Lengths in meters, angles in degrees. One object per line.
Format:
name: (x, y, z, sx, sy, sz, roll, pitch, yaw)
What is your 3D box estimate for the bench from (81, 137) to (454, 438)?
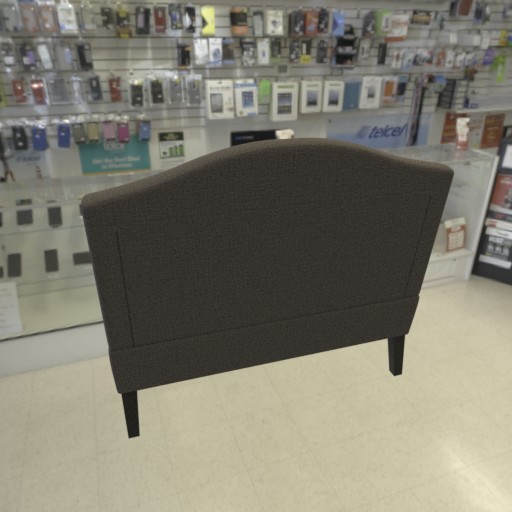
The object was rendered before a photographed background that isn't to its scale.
bench: (0.000, 0.000, 2.005, 1.335, 1.180, 0.815, -8, 27, -16)
